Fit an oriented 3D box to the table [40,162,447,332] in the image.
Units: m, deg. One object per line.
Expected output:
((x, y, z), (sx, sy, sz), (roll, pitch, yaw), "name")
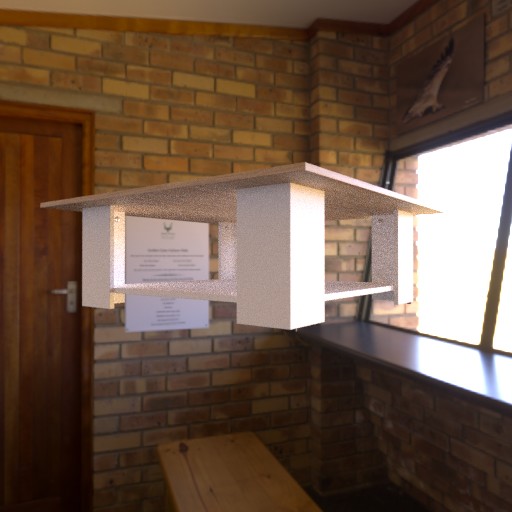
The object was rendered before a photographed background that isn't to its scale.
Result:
((0.000, 0.000, 1.363), (0.890, 0.305, 0.890), (0, -1, 37), "table")
